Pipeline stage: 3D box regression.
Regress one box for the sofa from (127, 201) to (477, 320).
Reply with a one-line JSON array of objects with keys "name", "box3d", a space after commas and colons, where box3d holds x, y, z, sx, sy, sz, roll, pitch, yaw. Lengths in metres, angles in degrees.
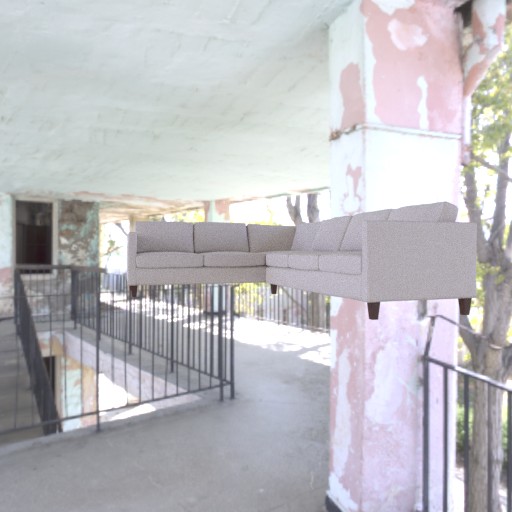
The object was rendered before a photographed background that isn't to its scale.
[{"name": "sofa", "box3d": [0.000, 0.000, 4.405, 2.432, 0.863, 3.182, 0, 0, -17]}]
